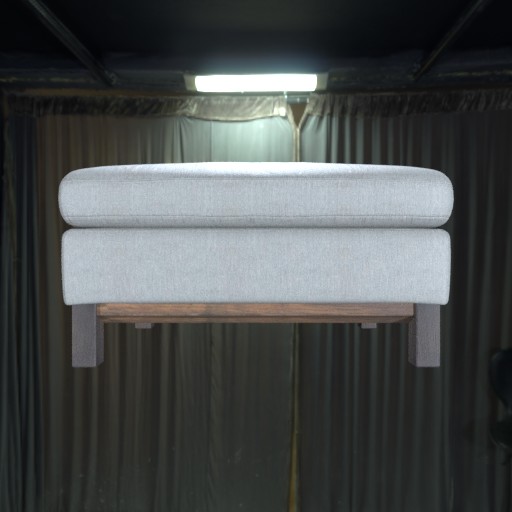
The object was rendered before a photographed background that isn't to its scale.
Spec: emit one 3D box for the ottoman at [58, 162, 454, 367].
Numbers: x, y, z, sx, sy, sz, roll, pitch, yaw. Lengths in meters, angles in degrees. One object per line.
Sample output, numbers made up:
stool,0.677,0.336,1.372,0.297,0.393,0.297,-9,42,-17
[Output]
ottoman,0.000,0.000,1.038,0.735,0.404,0.528,0,0,0
